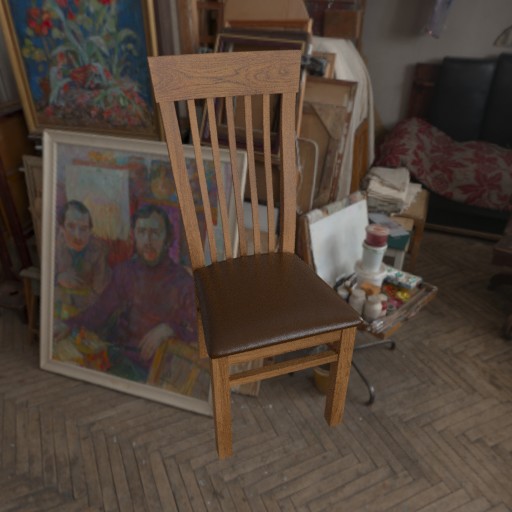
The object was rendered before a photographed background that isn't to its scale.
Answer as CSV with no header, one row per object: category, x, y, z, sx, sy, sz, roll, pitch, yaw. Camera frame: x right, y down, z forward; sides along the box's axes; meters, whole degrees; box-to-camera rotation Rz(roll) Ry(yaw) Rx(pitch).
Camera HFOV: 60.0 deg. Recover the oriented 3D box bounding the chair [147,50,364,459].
chair,0.000,0.000,1.331,0.450,1.050,0.580,-10,33,-15
